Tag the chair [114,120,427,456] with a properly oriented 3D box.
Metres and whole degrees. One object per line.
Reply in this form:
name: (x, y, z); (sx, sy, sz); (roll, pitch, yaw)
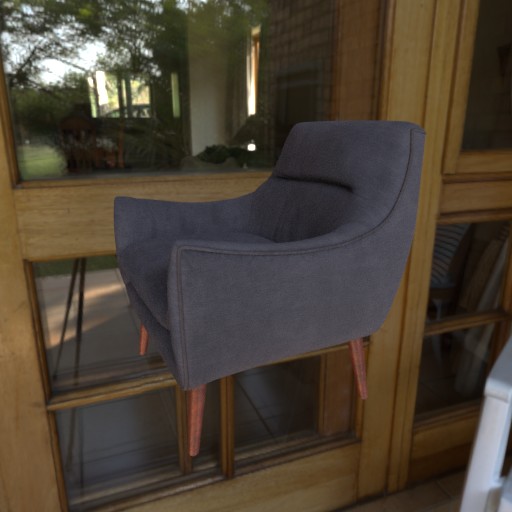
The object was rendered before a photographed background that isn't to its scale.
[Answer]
chair: (0.000, 0.000, 1.430); (0.787, 0.838, 0.762); (-8, 18, -25)
